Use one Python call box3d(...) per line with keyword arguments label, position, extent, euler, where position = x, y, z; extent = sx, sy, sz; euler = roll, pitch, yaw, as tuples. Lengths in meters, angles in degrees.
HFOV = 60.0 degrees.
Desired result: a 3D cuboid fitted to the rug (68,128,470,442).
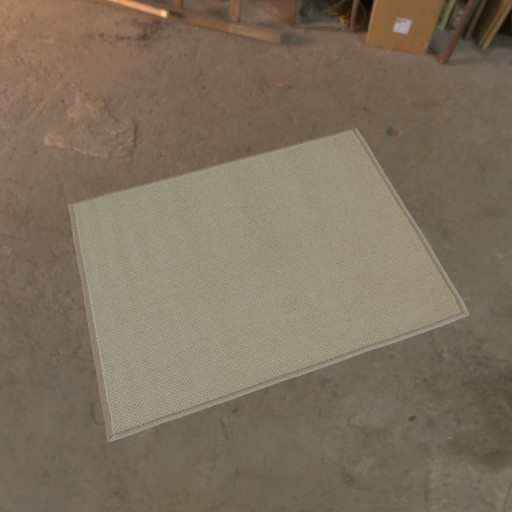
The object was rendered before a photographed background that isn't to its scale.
box3d(label="rug", position=(0.000, 0.000, 2.705), extent=(2.081, 0.020, 1.525), euler=(-17, 63, -9))
